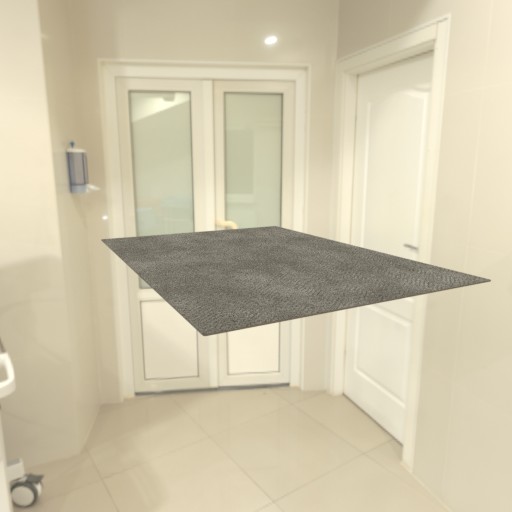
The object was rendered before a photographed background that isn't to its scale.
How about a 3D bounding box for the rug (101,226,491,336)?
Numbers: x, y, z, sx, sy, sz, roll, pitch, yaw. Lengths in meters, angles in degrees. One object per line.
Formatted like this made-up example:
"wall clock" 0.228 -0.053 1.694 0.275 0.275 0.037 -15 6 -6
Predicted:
"rug" 0.000 0.000 2.911 1.600 0.008 2.235 -6 14 -27
